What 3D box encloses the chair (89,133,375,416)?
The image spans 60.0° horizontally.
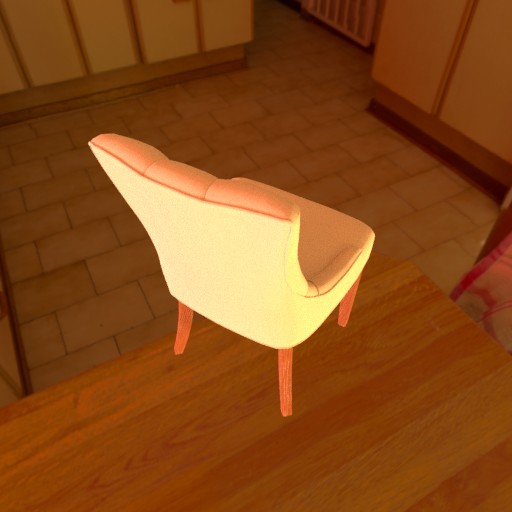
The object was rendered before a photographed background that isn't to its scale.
[{"bbox_3d":[0.000,0.000,1.215,0.509,0.874,0.565,24,51,21],"label":"chair"}]
